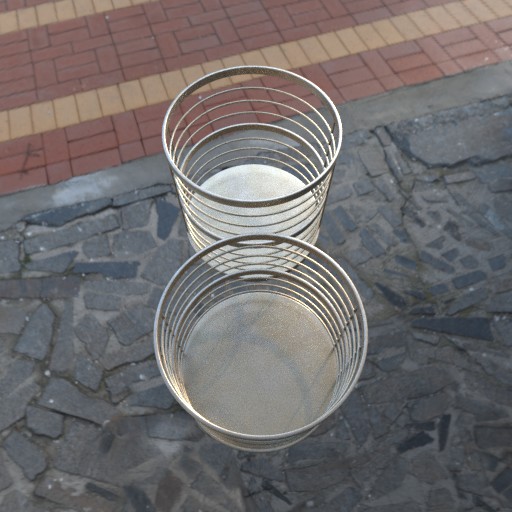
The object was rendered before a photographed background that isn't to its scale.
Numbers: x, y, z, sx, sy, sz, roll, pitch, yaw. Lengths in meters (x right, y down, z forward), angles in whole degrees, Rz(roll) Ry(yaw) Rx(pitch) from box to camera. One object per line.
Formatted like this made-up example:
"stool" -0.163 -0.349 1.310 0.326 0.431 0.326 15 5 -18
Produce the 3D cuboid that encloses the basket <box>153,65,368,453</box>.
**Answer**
"basket" 0.000 0.000 0.941 0.356 0.351 0.746 -2 63 -1
